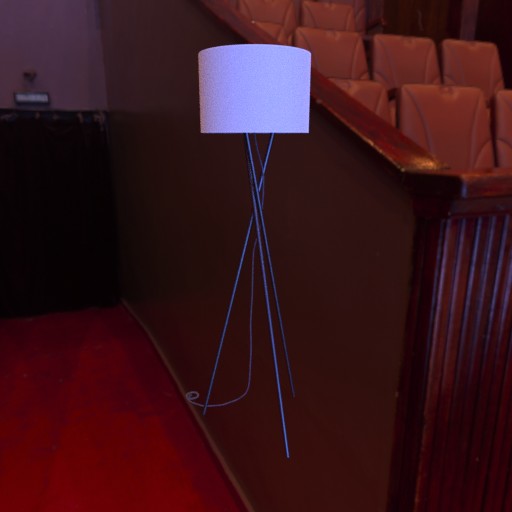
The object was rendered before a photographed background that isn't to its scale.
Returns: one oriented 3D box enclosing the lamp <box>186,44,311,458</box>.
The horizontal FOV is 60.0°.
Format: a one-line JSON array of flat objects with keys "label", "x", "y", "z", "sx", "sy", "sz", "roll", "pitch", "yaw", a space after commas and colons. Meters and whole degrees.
[{"label": "lamp", "x": 0.000, "y": 0.000, "z": 1.963, "sx": 0.522, "sy": 1.624, "sz": 0.667, "roll": -8, "pitch": 17, "yaw": -26}]
